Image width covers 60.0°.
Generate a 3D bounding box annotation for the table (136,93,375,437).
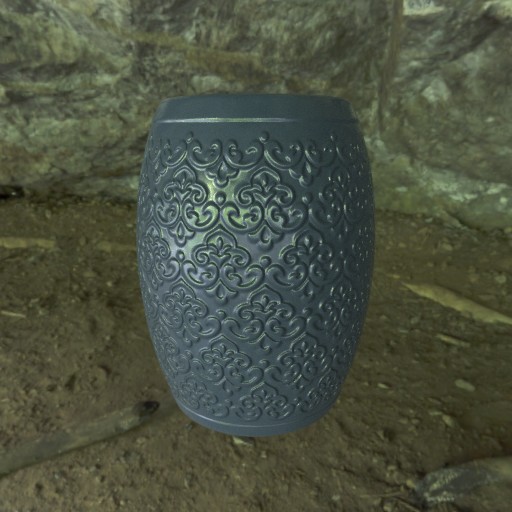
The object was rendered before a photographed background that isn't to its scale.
[{"bbox_3d":[0.000,0.000,0.598,0.309,0.397,0.309,0,15,0],"label":"table"}]
